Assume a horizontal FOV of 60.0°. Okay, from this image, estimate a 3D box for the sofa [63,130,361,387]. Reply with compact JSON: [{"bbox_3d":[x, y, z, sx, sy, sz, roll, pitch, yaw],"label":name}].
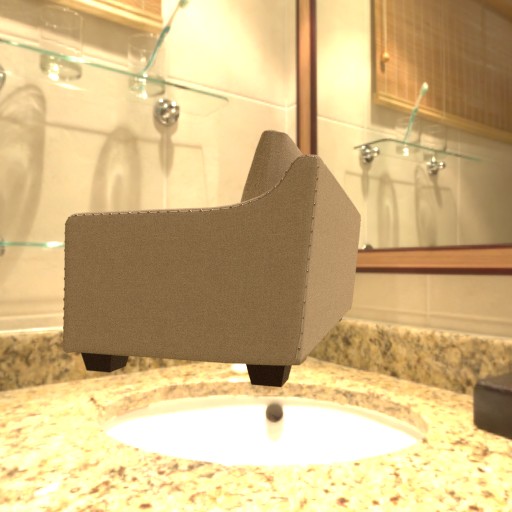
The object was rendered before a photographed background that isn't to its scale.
[{"bbox_3d":[0.000,0.000,2.682,1.104,0.983,2.107,0,-1,17],"label":"sofa"}]
